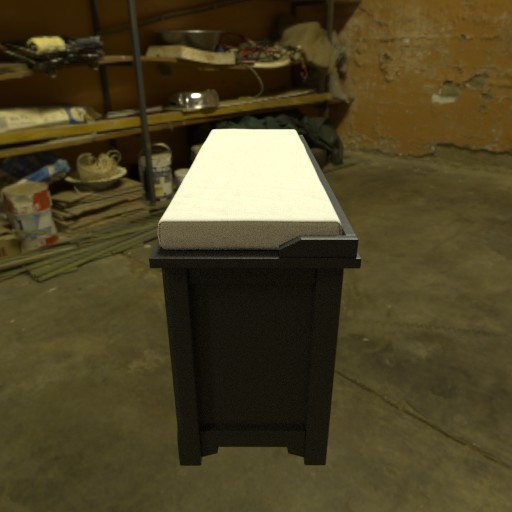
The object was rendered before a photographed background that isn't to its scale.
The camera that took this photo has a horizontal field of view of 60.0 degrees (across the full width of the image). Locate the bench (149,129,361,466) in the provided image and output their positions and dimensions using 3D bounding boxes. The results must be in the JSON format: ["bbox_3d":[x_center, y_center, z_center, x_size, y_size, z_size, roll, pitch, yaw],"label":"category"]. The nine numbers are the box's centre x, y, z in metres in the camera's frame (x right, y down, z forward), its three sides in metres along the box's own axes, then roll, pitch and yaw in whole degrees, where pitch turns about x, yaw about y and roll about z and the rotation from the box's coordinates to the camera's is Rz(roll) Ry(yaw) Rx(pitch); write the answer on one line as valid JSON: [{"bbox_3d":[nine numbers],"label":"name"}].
[{"bbox_3d":[0.000,0.000,1.250,0.345,0.561,0.973,0,25,0],"label":"bench"}]
